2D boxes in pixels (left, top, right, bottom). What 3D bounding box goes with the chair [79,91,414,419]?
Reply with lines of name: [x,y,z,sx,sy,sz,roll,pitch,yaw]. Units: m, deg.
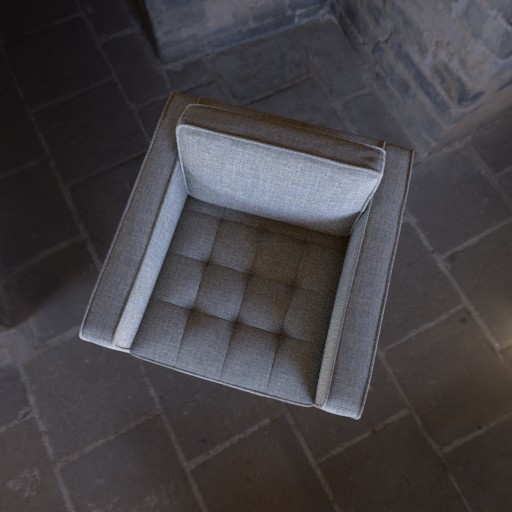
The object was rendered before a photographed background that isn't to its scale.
chair: [0.000,0.000,1.594,0.889,0.765,0.914,15,75,4]
